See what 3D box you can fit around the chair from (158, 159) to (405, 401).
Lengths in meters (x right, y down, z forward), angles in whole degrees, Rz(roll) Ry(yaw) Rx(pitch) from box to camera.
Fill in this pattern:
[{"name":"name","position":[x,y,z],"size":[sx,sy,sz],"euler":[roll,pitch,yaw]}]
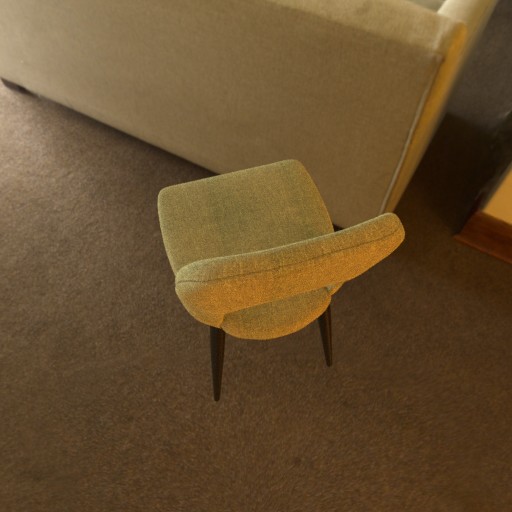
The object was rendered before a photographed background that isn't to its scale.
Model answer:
[{"name":"chair","position":[0.000,0.000,1.222],"size":[0.470,0.931,0.612],"euler":[-14,60,-9]}]
